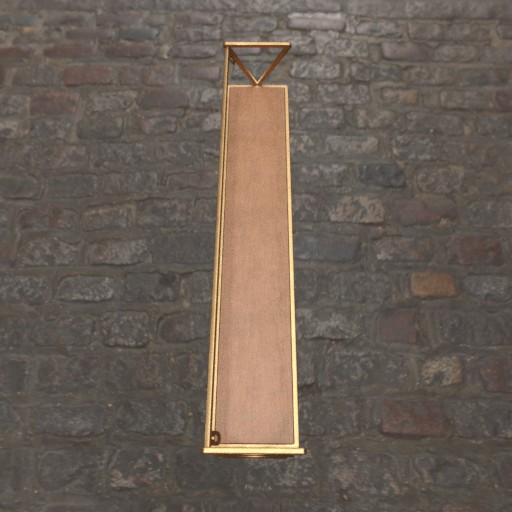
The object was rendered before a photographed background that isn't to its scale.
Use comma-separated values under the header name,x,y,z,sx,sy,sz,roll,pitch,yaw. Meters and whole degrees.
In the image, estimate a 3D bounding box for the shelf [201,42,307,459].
name,x,y,z,sx,sy,sz,roll,pitch,yaw
shelf,0.000,0.000,0.996,0.150,0.450,0.822,0,65,0
